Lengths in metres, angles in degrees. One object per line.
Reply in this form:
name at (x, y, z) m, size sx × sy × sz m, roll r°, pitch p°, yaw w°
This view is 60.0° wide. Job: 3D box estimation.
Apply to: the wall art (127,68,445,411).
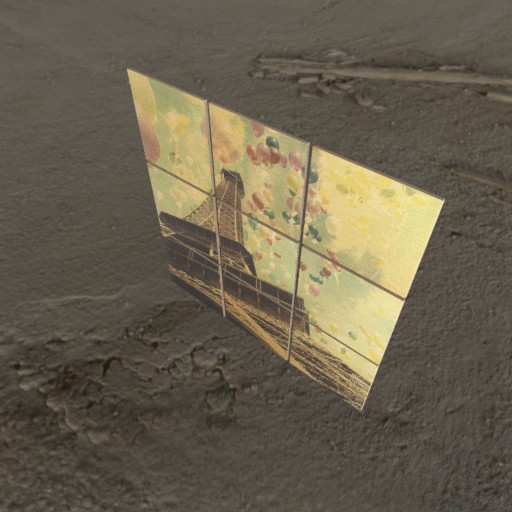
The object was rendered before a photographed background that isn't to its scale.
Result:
wall art at (0.000, 0.000, 1.822) m, size 1.219 × 1.218 × 0.013 m, roll 30°, pitch 54°, yaw 26°
